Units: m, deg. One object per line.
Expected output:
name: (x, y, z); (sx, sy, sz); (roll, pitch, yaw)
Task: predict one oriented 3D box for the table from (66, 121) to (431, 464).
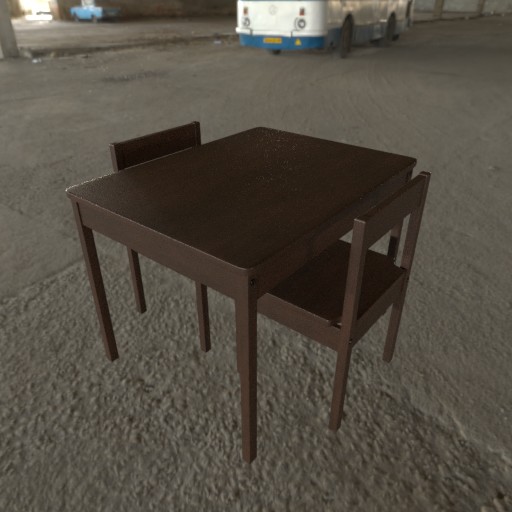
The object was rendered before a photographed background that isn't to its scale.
table: (0.000, 0.000, 1.096); (0.672, 0.503, 0.650); (22, 37, 33)
